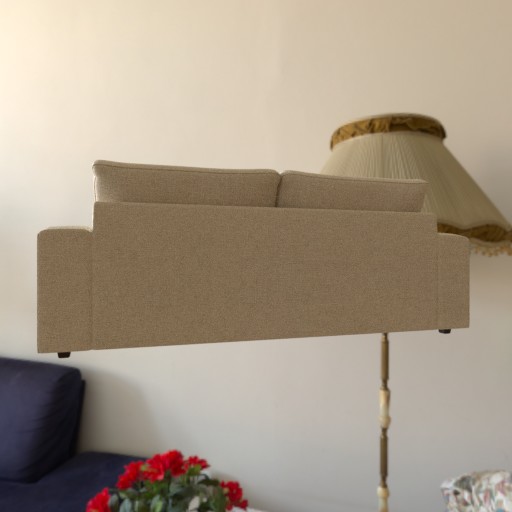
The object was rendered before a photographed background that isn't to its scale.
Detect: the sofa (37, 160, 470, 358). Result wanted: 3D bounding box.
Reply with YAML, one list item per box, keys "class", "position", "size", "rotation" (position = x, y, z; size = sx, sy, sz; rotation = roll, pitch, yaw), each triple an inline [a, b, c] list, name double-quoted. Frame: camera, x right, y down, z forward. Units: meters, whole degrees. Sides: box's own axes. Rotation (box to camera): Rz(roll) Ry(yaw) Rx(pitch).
- class: "sofa"
  position: [0.000, 0.000, 2.739]
  size: [2.299, 0.922, 1.040]
  rotation: [0, 0, -17]
